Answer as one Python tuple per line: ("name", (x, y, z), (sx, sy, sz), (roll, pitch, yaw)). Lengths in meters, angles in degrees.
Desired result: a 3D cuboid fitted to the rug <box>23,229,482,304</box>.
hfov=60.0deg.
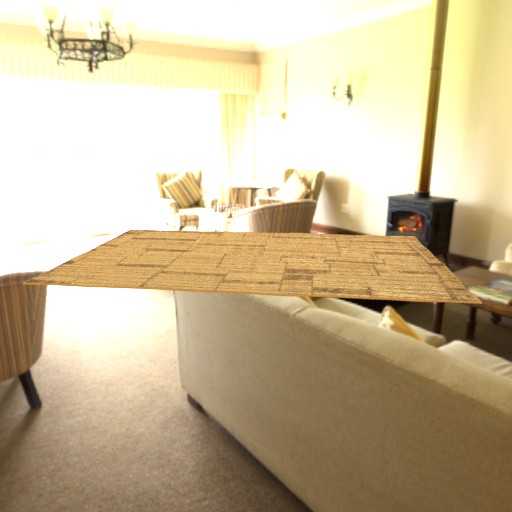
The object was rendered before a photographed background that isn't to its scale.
("rug", (0.000, 0.000, 3.057), (2.444, 0.023, 1.531), (2, 15, 7))
